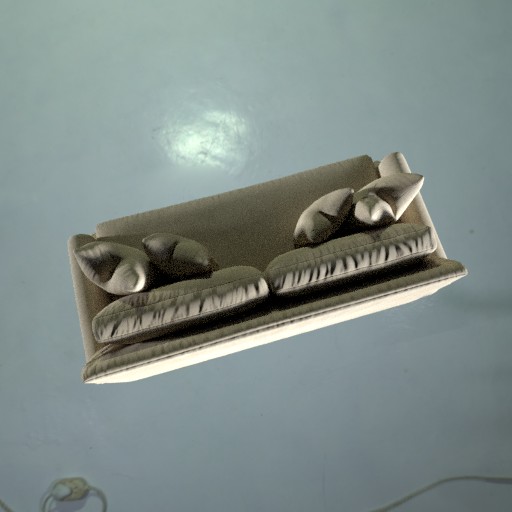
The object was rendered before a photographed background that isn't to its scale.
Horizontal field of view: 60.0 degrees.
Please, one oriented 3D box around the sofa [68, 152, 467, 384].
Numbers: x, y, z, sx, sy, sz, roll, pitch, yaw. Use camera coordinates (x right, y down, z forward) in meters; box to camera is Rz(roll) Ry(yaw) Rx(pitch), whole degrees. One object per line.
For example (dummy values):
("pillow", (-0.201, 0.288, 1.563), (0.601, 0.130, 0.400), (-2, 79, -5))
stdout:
("sofa", (0.000, 0.000, 2.855), (2.285, 0.904, 1.067), (-15, 75, -4))
